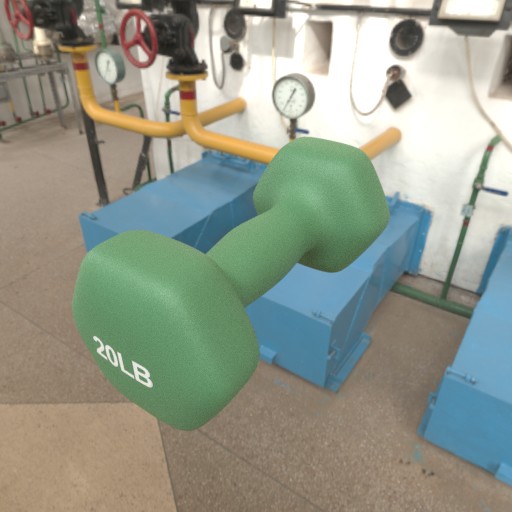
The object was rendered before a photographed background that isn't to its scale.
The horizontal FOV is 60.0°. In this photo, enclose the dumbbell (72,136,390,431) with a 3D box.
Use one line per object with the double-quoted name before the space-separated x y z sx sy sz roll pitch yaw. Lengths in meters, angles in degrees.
"dumbbell" 0.000 0.000 0.329 0.126 0.114 0.257 22 39 29
